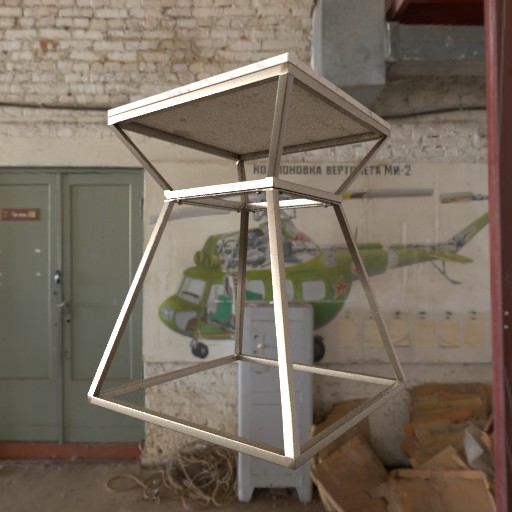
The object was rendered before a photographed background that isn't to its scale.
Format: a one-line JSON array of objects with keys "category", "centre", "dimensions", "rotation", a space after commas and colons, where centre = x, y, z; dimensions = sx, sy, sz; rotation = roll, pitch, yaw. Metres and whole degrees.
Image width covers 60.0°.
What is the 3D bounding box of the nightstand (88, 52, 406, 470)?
[{"category": "nightstand", "centre": [0.000, 0.000, 0.886], "dimensions": [0.455, 0.554, 0.455], "rotation": [0, 0, 36]}]
